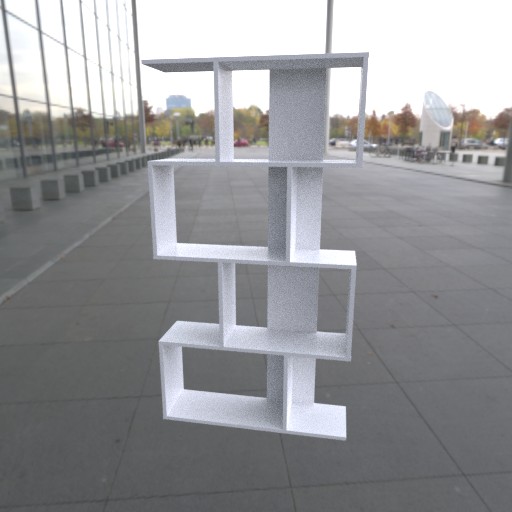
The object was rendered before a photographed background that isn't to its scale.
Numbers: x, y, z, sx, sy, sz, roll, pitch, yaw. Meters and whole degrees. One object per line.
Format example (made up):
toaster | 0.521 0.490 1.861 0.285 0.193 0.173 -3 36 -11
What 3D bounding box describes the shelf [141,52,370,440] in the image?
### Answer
shelf | 0.000 0.000 2.026 0.890 1.650 0.250 3 15 10
